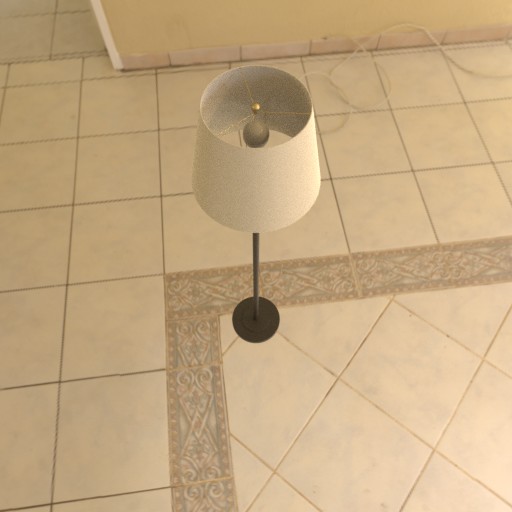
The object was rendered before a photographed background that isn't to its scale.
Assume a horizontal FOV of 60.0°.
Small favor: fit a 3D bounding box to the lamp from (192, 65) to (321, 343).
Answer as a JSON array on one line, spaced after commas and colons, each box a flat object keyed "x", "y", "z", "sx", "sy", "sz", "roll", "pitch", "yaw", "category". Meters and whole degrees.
[{"x": 0.000, "y": 0.000, "z": 1.623, "sx": 0.348, "sy": 1.473, "sz": 0.348, "roll": -15, "pitch": 64, "yaw": -8, "category": "lamp"}]
